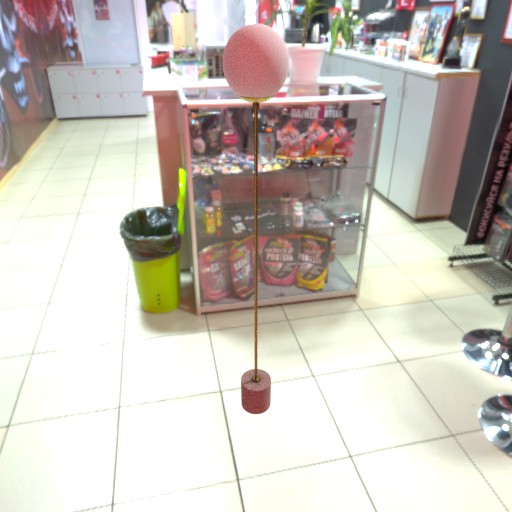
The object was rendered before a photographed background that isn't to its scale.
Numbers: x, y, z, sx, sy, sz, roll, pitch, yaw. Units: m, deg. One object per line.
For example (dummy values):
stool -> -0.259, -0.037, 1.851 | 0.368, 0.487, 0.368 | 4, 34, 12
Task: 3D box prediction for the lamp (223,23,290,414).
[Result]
lamp -> 0.000, 0.000, 1.881 | 0.229, 1.748, 0.229 | 10, 31, 18
